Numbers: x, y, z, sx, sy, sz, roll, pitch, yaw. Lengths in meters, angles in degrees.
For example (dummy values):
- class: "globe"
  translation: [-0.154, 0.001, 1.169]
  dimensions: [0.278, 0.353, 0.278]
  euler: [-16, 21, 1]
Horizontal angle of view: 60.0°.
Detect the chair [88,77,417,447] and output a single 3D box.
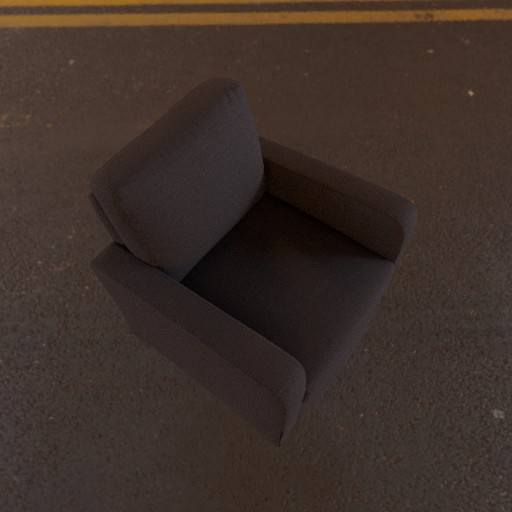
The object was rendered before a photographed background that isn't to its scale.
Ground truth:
- class: "chair"
  translation: [0.000, 0.000, 1.525]
  dimensions: [0.863, 0.855, 0.798]
  euler: [33, 64, 18]
